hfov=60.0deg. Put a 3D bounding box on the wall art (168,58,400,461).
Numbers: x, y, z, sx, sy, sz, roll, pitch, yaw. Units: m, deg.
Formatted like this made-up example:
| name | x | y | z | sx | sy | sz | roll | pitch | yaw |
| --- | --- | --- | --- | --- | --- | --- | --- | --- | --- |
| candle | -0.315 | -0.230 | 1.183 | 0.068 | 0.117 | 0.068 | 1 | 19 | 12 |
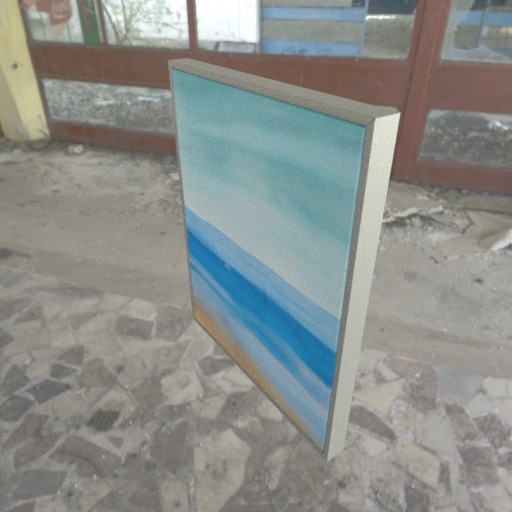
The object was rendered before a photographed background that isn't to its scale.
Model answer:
| name | x | y | z | sx | sy | sz | roll | pitch | yaw |
| --- | --- | --- | --- | --- | --- | --- | --- | --- | --- |
| wall art | 0.000 | 0.000 | 0.737 | 0.039 | 0.553 | 0.445 | -21 | 38 | -30 |
